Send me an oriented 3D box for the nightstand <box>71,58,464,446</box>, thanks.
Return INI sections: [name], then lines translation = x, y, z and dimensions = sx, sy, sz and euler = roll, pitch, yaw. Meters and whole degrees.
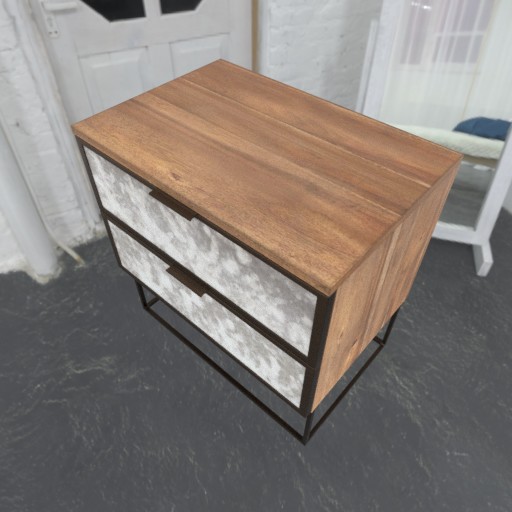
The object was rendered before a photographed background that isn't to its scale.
[nightstand]
translation = 0.000, 0.000, 1.032
dimensions = 0.605, 0.611, 0.427
euler = 33, 55, 27
